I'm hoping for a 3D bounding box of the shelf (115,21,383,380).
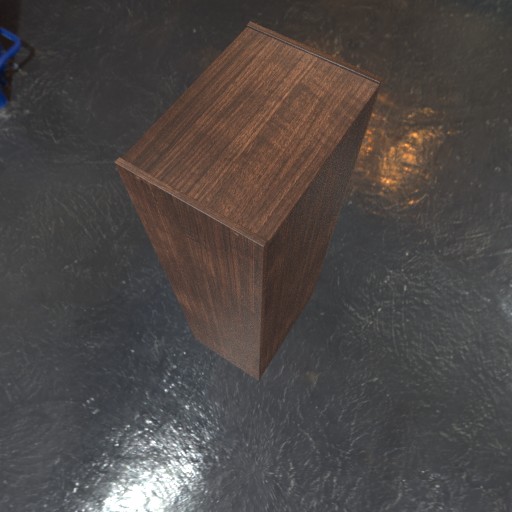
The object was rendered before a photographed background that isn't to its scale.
[{"bbox_3d":[0.000,0.000,1.263,0.290,1.099,0.415,30,68,14],"label":"shelf"}]
